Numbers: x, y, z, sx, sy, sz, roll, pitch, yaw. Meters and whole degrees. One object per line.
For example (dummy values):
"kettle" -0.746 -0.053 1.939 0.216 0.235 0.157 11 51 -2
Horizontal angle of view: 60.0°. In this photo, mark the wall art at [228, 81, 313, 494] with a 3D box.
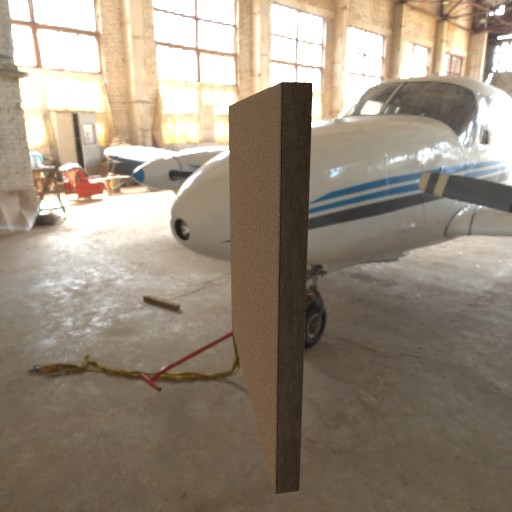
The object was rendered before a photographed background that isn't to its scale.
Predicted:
"wall art" 0.000 0.000 1.117 0.050 0.751 0.749 -3 16 -9
